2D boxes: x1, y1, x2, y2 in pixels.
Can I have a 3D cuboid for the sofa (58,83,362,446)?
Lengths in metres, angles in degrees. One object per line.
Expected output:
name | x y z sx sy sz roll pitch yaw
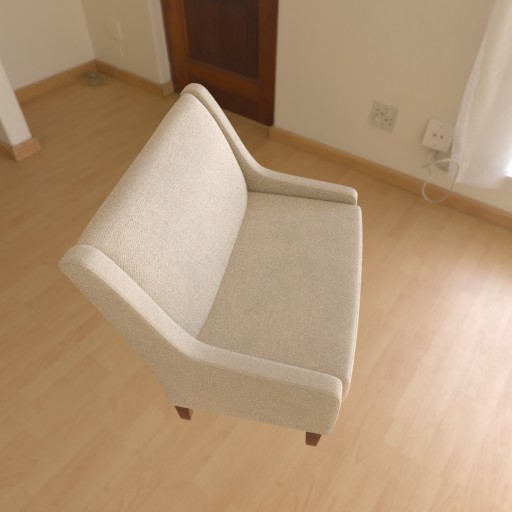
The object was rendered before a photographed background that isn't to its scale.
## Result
sofa | 0.000 0.000 1.962 0.946 0.976 1.212 8 46 8
